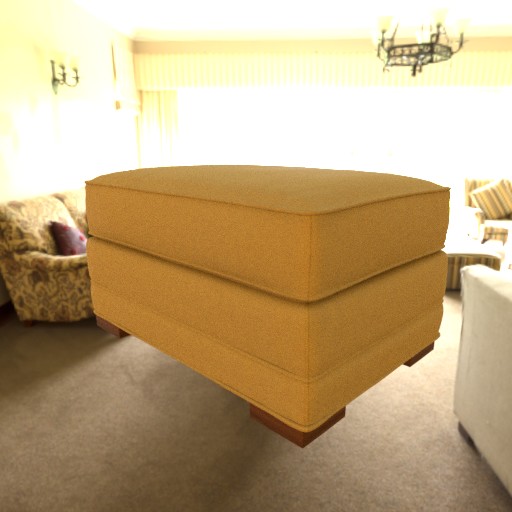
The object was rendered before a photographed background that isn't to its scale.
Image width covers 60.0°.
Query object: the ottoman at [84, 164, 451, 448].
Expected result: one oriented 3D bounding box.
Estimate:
[{"bbox_3d":[0.000,0.000,1.218,0.848,0.482,0.611,14,20,43],"label":"ottoman"}]
